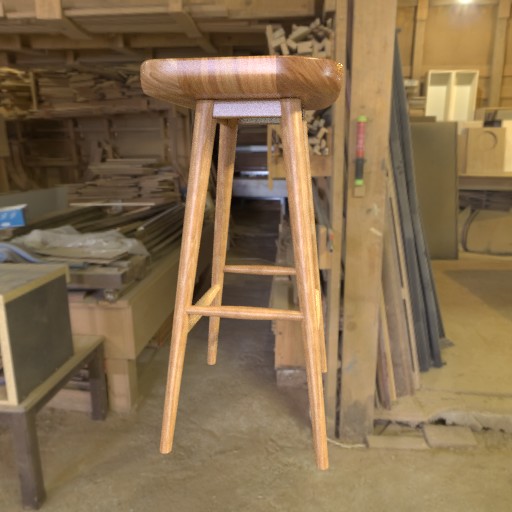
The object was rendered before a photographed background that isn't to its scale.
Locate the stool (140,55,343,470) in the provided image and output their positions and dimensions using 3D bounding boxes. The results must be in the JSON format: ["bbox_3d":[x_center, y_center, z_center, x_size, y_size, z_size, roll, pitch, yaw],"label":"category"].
[{"bbox_3d":[0.000,0.000,0.926,0.322,0.698,0.407,2,14,8],"label":"stool"}]
